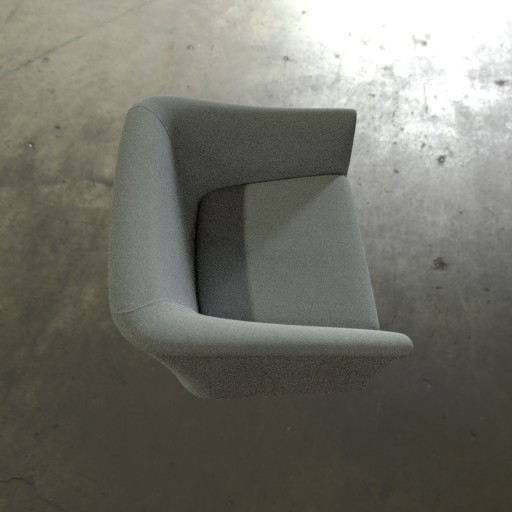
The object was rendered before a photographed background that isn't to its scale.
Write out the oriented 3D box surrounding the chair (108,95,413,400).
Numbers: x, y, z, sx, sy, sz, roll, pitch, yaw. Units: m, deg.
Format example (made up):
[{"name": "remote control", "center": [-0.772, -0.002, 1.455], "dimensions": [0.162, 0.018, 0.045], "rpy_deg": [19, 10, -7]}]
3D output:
[{"name": "chair", "center": [0.000, 0.000, 1.386], "dimensions": [0.700, 0.720, 0.790], "rpy_deg": [-4, 62, -2]}]
